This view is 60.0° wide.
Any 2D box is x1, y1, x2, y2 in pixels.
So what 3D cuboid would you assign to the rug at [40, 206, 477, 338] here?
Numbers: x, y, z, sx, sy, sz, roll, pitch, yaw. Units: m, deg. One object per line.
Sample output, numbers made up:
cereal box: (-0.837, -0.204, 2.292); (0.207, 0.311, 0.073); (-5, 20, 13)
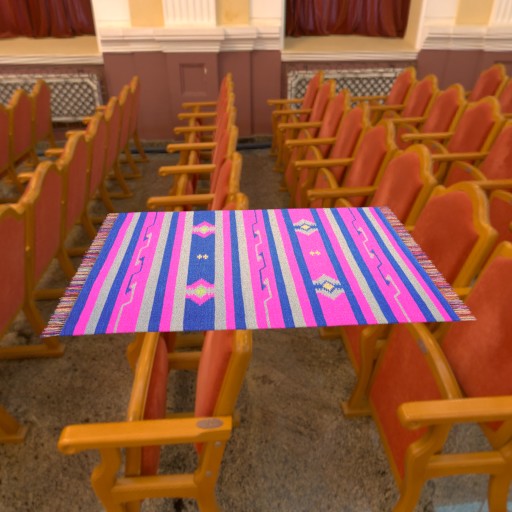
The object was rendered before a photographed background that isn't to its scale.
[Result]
rug: (0.000, 0.000, 3.010); (2.350, 0.013, 1.539); (-2, 30, -3)
